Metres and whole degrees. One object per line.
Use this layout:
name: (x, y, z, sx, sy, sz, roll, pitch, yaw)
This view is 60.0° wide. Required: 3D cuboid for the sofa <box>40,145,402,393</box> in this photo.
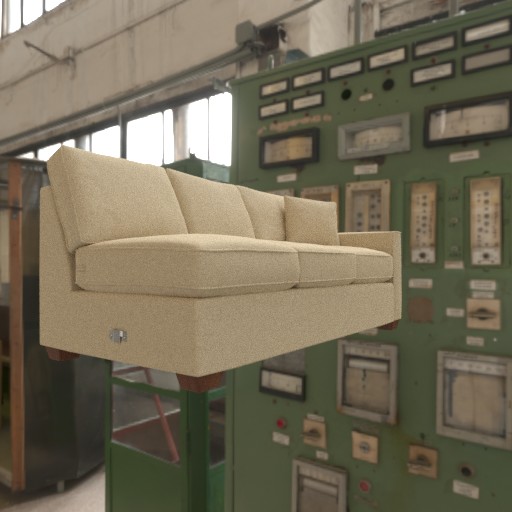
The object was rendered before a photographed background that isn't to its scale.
sofa: (0.000, 0.000, 2.468, 1.034, 0.946, 1.963, -1, -2, 37)
